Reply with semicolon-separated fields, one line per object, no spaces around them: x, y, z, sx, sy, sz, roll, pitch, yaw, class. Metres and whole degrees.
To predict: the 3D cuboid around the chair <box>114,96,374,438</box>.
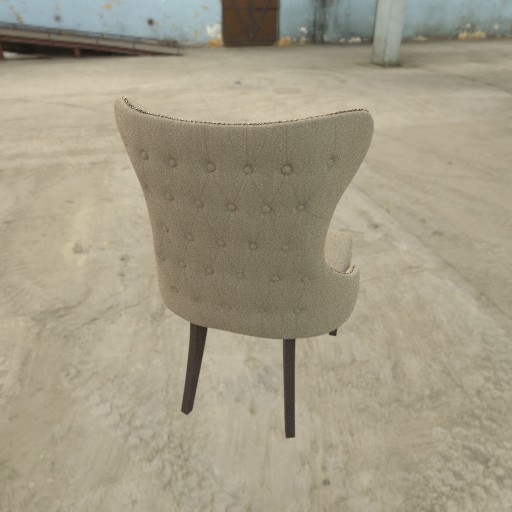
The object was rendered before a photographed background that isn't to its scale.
0.000;0.000;1.343;0.628;0.967;0.635;8;31;13;chair
